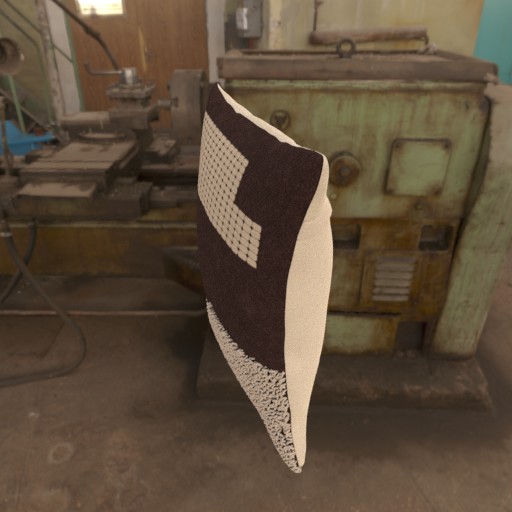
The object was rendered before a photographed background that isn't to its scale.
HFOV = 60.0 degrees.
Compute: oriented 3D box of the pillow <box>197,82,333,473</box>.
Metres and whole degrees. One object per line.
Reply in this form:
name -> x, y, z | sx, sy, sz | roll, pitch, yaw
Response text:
pillow -> 0.000, 0.000, 0.724 | 0.178, 0.473, 0.475 | -8, 30, -14
